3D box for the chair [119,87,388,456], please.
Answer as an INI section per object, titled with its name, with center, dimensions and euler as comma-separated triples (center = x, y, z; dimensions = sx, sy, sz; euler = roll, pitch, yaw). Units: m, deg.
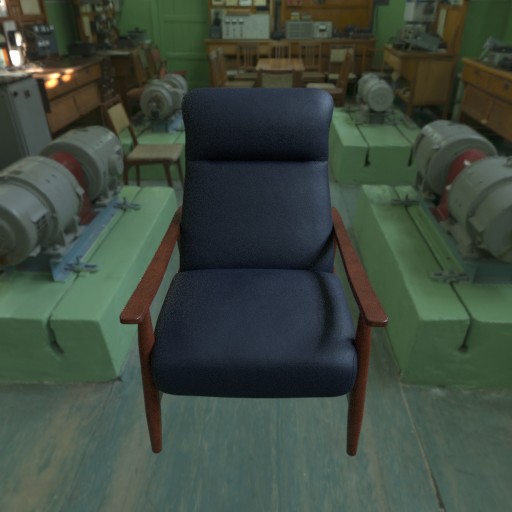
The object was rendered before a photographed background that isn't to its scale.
[chair]
center = 0.000, 0.000, 1.721
dimensions = 0.762, 1.082, 1.014
euler = 0, 31, 1
